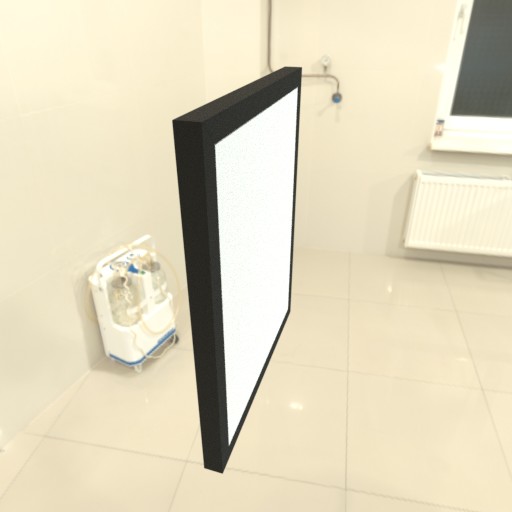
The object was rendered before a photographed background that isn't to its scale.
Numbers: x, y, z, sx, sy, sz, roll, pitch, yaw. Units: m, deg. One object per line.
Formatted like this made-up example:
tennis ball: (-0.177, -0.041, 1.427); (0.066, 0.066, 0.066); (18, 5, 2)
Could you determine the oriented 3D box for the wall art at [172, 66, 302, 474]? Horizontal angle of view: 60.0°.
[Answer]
wall art: (0.000, 0.000, 0.557); (0.024, 0.404, 0.329); (9, 31, 15)
